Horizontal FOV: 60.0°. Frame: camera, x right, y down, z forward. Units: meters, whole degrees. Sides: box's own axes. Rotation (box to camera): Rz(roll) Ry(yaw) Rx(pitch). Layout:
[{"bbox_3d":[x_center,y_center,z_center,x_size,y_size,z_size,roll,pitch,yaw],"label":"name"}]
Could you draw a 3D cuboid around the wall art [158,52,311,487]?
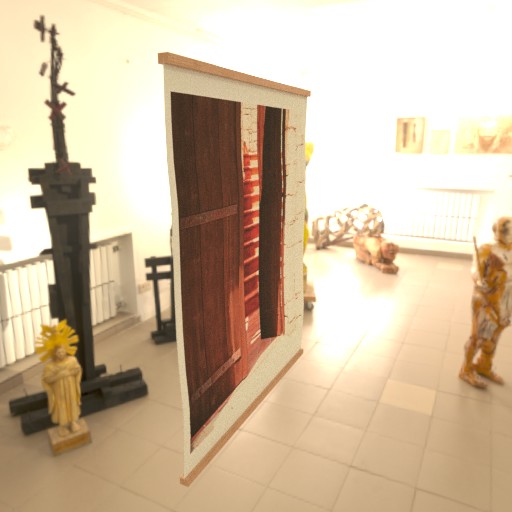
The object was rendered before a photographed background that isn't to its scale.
[{"bbox_3d":[0.000,0.000,0.674,0.013,0.508,0.406,7,16,26],"label":"wall art"}]
